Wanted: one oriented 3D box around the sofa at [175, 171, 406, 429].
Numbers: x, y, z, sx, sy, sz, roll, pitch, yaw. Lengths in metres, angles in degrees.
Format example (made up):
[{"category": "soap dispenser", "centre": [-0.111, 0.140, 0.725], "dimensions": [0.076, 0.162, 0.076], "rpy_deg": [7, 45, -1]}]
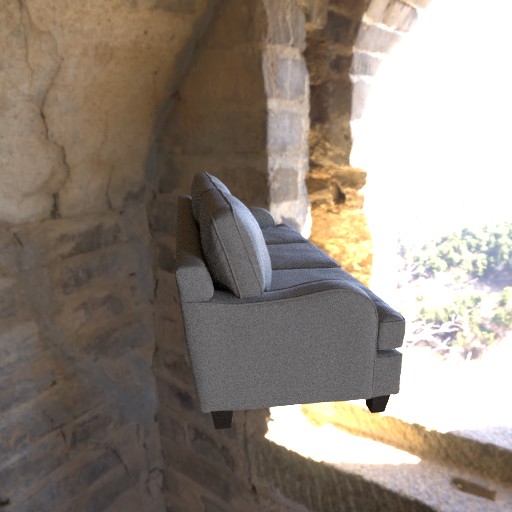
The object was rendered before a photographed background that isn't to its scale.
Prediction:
[{"category": "sofa", "centre": [0.000, 0.000, 2.950], "dimensions": [1.016, 0.997, 2.323], "rpy_deg": [-2, 15, -9]}]
